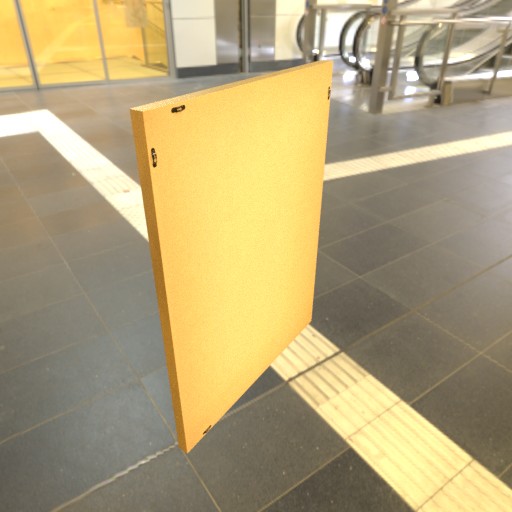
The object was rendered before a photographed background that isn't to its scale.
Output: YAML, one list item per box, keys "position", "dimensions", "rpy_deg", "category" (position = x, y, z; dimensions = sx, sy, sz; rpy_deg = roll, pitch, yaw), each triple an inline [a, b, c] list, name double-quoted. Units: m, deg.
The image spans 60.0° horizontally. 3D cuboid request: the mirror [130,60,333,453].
- position: [0.000, 0.000, 1.351]
  dimensions: [0.040, 1.016, 0.762]
  rpy_deg: [20, 37, 30]
  category: "mirror"
